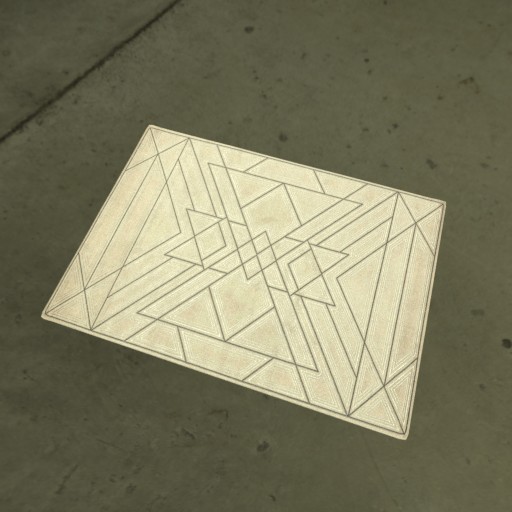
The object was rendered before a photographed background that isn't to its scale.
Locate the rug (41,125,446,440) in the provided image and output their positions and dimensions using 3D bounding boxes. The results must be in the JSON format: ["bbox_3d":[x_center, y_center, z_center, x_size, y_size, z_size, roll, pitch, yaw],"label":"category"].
[{"bbox_3d":[0.000,0.000,4.345,3.381,0.026,2.436,16,65,8],"label":"rug"}]
